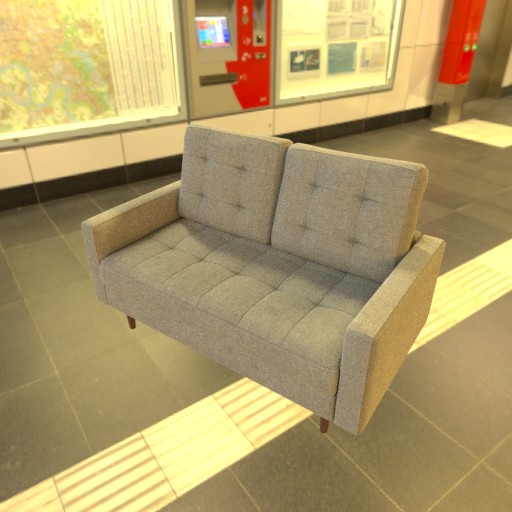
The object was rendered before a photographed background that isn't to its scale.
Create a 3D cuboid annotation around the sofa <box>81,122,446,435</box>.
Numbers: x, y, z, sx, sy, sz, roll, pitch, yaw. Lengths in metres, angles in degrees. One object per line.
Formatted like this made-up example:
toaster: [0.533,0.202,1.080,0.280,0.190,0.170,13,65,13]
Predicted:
sofa: [0.000,0.000,1.978,1.407,0.907,0.842,19,35,30]
